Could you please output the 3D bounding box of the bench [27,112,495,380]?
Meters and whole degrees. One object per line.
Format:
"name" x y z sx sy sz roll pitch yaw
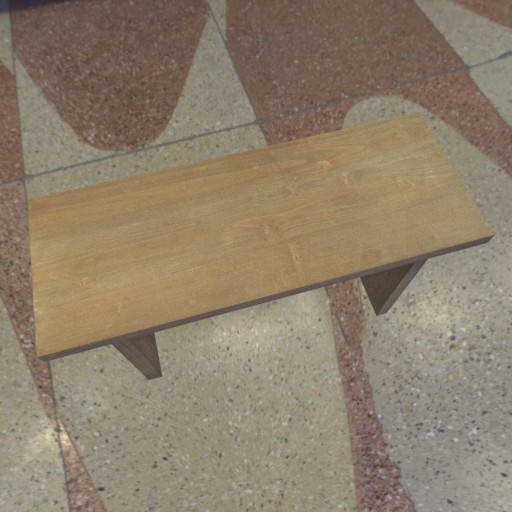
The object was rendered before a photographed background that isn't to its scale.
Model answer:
"bench" 0.000 0.000 1.401 1.183 0.458 0.458 -14 63 -7
